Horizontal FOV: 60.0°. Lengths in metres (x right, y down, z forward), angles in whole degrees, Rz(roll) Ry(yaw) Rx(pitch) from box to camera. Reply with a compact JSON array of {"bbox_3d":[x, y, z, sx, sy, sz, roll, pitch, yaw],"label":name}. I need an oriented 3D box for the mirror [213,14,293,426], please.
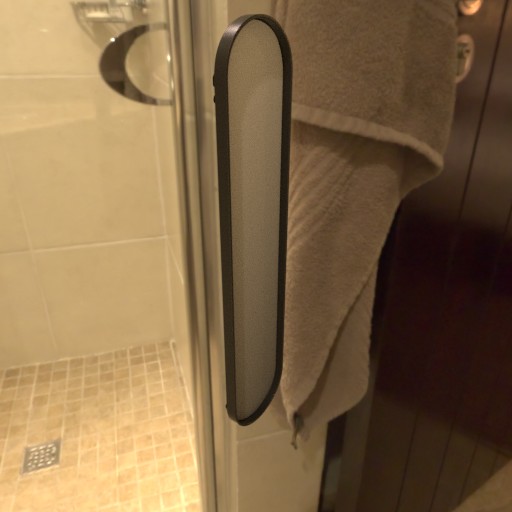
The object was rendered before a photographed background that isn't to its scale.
[{"bbox_3d":[0.000,0.000,1.034,0.032,0.991,0.222,18,31,32],"label":"mirror"}]
